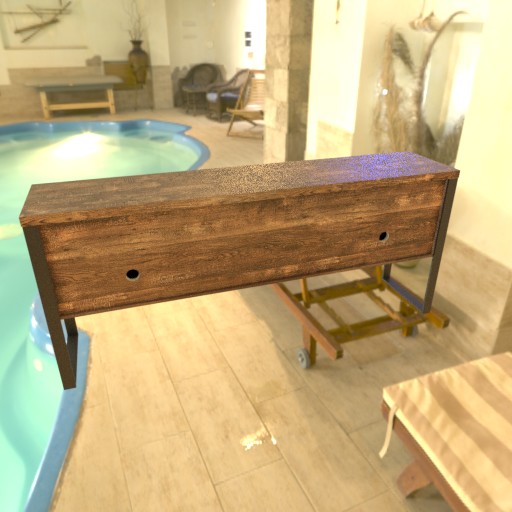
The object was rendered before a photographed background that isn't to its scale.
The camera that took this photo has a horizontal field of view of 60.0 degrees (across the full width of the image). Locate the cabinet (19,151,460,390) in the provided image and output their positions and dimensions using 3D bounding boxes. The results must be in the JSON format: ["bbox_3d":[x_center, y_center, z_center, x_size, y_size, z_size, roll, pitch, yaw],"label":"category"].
[{"bbox_3d":[0.000,0.000,2.070,1.800,0.762,0.395,-8,28,-16],"label":"cabinet"}]
